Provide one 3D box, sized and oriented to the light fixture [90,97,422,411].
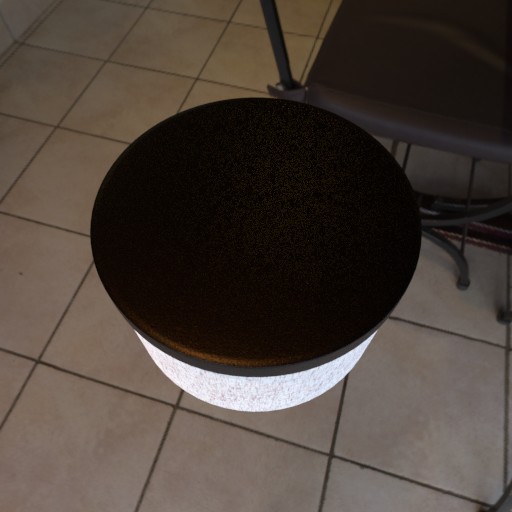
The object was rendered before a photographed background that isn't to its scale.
[{"bbox_3d":[0.000,0.000,0.625,0.389,0.229,0.389,0,59,0],"label":"light fixture"}]
